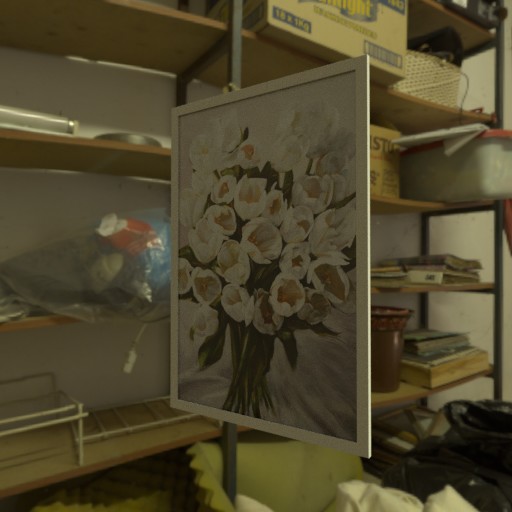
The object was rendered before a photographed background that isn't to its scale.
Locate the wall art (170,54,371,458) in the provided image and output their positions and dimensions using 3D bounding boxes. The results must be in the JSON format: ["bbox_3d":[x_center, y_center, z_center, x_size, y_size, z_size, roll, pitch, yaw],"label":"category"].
[{"bbox_3d":[0.000,0.000,1.252,0.660,0.965,0.015,-1,-1,35],"label":"wall art"}]
